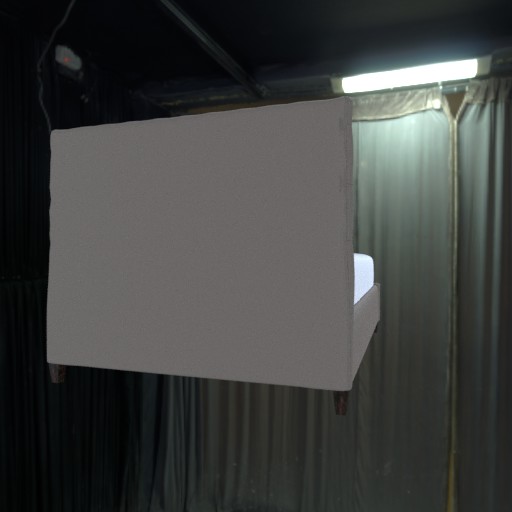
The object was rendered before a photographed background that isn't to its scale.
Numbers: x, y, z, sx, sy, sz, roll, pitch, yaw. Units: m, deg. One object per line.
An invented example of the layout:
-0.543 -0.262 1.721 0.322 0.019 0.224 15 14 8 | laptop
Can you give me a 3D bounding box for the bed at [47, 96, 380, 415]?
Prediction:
0.000 0.000 3.333 1.698 1.427 2.387 0 0 19 | bed
